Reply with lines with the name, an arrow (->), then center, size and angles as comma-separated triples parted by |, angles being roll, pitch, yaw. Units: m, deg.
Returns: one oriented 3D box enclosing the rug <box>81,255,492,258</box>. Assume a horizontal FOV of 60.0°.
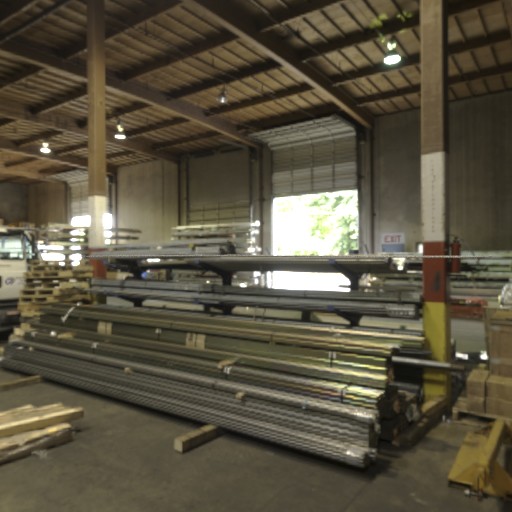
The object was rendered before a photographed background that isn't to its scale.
rug -> 0.000, 0.000, 2.604 | 2.390, 0.014, 0.741 | 0, 0, 35
